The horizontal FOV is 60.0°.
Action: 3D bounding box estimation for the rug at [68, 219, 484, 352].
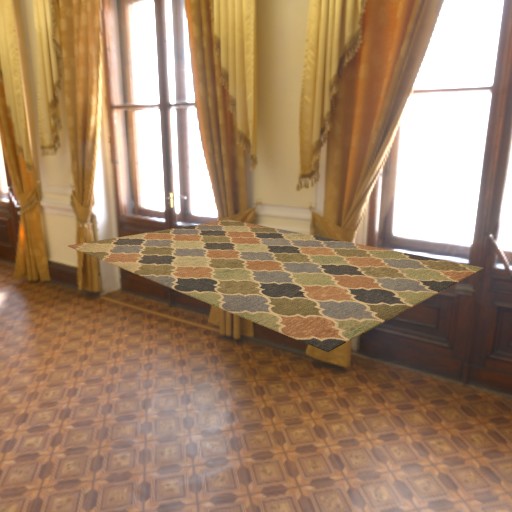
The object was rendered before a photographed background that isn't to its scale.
[{"bbox_3d":[0.000,0.000,2.887,1.521,0.006,2.284,-14,20,-43],"label":"rug"}]
